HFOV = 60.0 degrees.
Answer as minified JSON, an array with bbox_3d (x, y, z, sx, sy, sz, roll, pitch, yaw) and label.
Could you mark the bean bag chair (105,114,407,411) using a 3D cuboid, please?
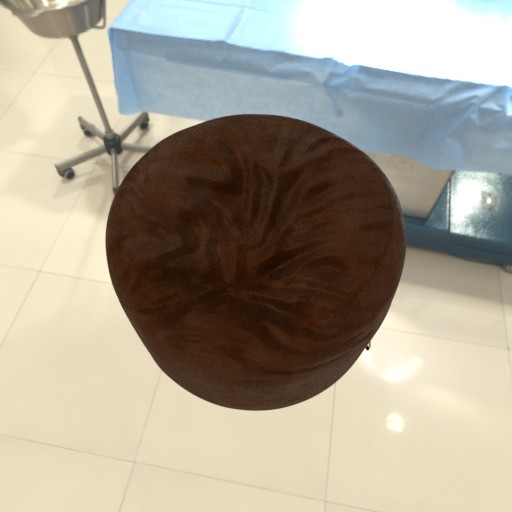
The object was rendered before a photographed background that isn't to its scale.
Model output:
[{"bbox_3d":[0.000,0.000,1.499,0.918,0.616,0.918,0,57,0],"label":"bean bag chair"}]
